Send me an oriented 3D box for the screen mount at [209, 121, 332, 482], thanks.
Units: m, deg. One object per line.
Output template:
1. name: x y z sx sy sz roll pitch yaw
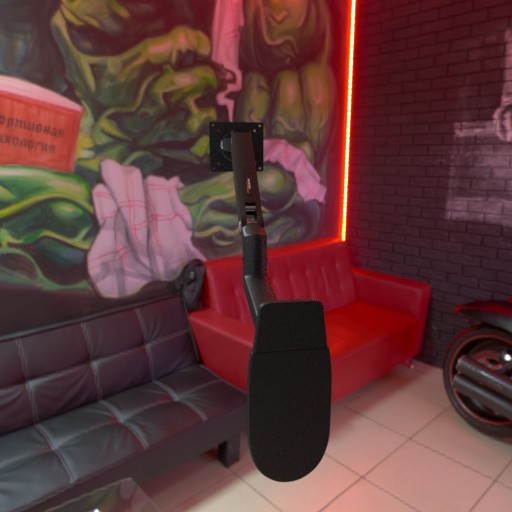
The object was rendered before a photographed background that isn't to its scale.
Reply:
1. screen mount: 0.000 0.000 0.737 0.115 0.466 0.495 -2 12 -9
